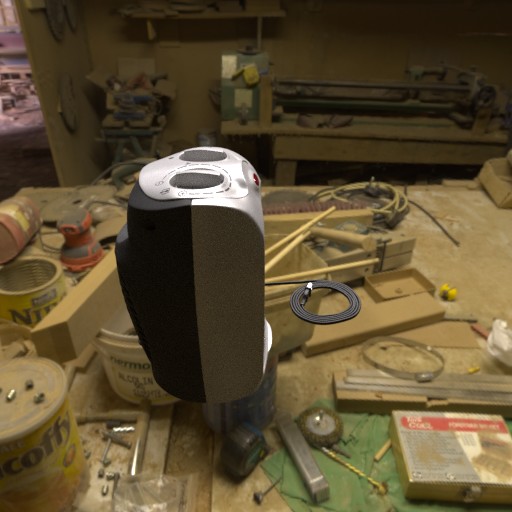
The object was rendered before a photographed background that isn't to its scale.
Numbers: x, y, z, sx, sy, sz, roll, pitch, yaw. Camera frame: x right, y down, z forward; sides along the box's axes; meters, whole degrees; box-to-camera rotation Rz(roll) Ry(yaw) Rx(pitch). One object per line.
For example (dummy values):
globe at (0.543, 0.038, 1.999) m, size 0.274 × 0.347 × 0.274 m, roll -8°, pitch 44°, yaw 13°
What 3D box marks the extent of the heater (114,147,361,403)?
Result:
heater at (0.000, 0.000, 0.492) m, size 0.291 × 0.240 × 0.239 m, roll 0°, pitch 31°, yaw -1°
